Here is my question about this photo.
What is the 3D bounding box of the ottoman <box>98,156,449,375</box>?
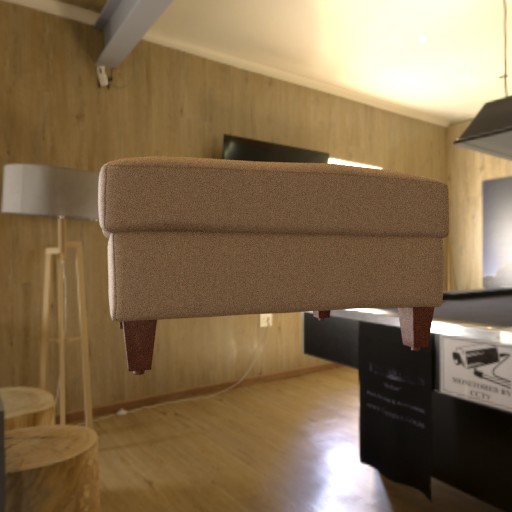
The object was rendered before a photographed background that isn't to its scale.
[{"bbox_3d":[0.000,0.000,1.357,0.902,0.511,0.692,0,0,-19],"label":"ottoman"}]
